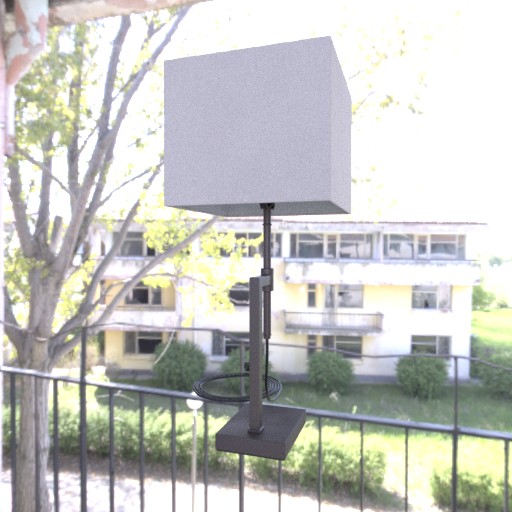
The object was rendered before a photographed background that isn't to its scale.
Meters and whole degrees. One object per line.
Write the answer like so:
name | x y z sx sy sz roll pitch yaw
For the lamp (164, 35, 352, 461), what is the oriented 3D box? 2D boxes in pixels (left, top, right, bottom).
lamp | 0.000 0.000 0.958 0.399 0.660 0.504 0 1 18
